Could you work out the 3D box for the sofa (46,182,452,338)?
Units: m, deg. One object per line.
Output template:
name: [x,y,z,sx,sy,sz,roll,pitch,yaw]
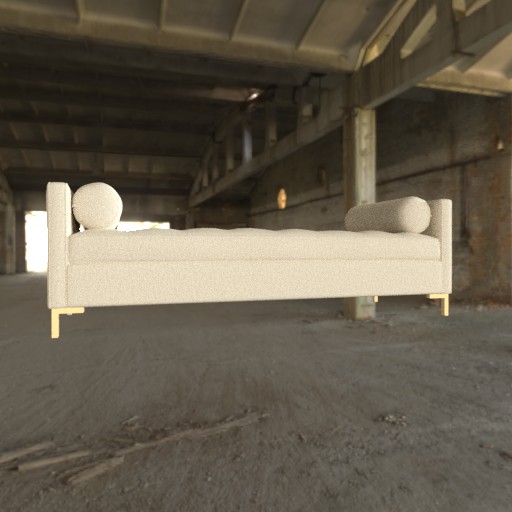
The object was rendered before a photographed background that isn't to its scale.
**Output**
sofa: [0.000,0.000,2.400,1.985,0.641,0.746,0,1,-18]
